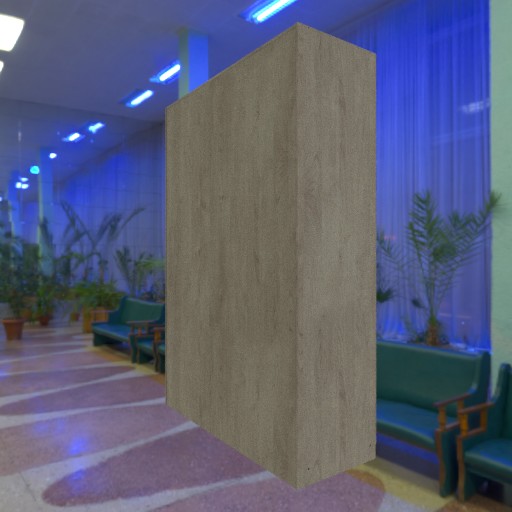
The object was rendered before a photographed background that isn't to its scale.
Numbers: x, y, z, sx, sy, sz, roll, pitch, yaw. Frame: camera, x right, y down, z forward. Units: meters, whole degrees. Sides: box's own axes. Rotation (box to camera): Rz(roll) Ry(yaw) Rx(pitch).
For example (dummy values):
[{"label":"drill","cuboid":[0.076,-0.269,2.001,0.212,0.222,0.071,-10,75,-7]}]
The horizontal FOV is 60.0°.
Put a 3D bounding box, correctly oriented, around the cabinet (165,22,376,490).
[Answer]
[{"label":"cabinet","cuboid":[0.000,0.000,2.480,0.510,1.910,1.290,0,0,-36]}]
